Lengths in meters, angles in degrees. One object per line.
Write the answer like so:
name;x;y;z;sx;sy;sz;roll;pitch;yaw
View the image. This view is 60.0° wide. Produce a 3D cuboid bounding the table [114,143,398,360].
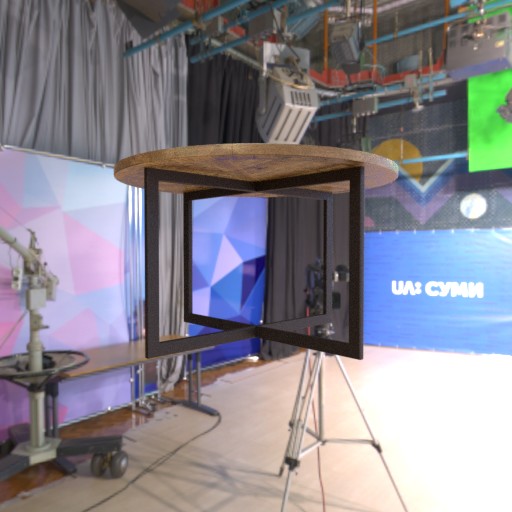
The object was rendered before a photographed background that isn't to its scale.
table;0.000;0.000;2.076;1.264;0.762;1.264;0;1;0
